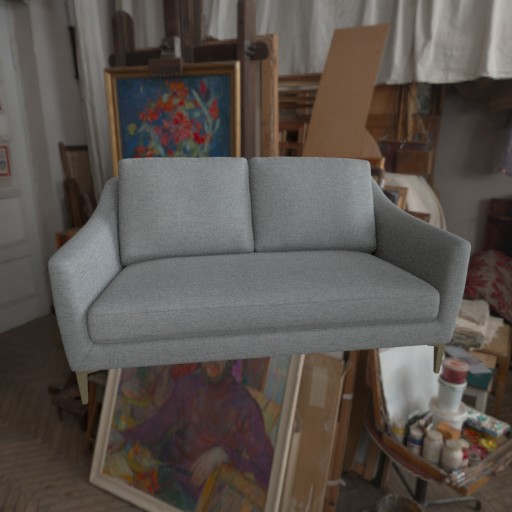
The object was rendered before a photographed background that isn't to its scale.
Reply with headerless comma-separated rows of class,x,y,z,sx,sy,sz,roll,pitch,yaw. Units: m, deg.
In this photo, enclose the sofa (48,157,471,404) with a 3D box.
sofa,0.000,0.000,2.134,1.619,0.904,0.960,-2,17,-8
